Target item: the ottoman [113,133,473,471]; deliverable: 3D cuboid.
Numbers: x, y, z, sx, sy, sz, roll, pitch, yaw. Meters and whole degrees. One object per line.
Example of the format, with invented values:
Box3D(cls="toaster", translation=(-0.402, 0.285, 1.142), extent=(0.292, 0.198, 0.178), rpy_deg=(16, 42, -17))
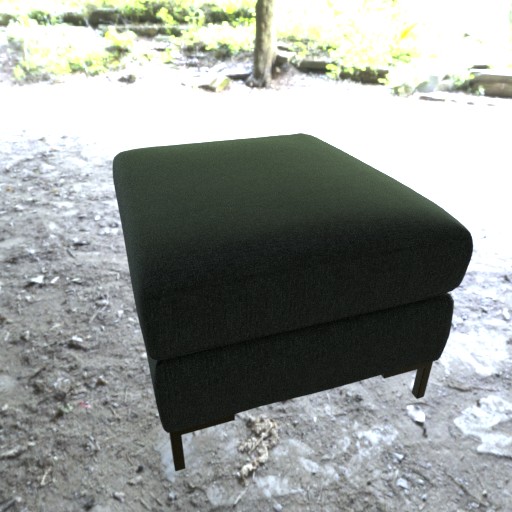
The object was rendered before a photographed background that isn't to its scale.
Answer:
Box3D(cls="ottoman", translation=(0.000, 0.000, 1.249), extent=(0.695, 0.533, 0.831), rpy_deg=(-10, 31, -17))
